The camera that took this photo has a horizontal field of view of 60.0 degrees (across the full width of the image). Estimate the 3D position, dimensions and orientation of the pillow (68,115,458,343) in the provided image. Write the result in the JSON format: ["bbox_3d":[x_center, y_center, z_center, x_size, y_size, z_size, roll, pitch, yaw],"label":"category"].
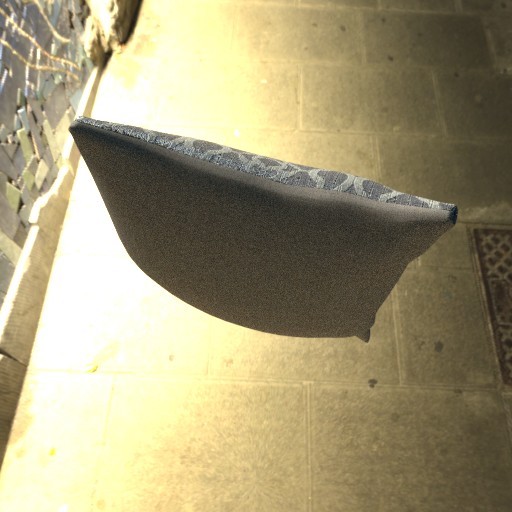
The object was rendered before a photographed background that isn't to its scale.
[{"bbox_3d":[0.000,0.000,0.768,0.508,0.498,0.215,15,64,8],"label":"pillow"}]
